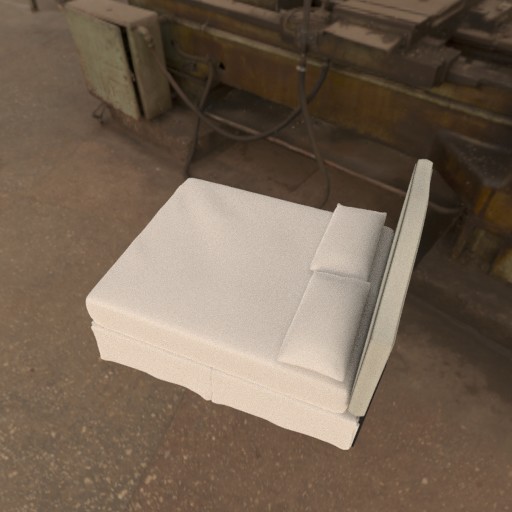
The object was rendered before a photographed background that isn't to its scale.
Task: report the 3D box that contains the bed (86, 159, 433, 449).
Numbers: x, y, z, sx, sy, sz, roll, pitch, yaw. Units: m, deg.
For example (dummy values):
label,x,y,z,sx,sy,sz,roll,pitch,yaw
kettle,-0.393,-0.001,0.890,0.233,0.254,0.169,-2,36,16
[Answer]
label,x,y,z,sx,sy,sz,roll,pitch,yaw
bed,0.000,0.000,3.449,2.180,1.607,1.813,16,48,15
